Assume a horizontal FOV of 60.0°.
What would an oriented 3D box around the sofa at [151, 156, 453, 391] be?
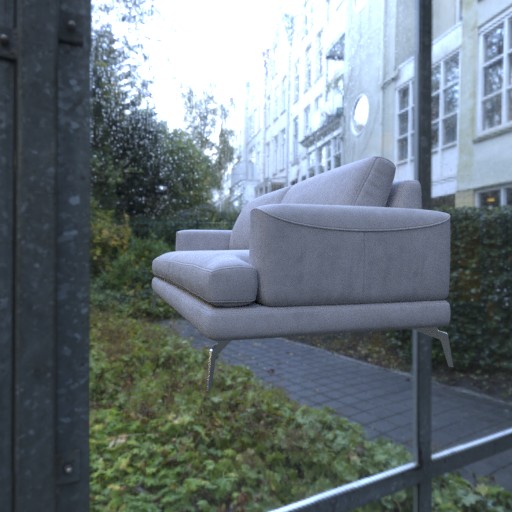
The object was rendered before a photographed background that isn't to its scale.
[{"bbox_3d":[0.000,0.000,2.479,0.980,0.830,2.013,0,1,-18],"label":"sofa"}]
